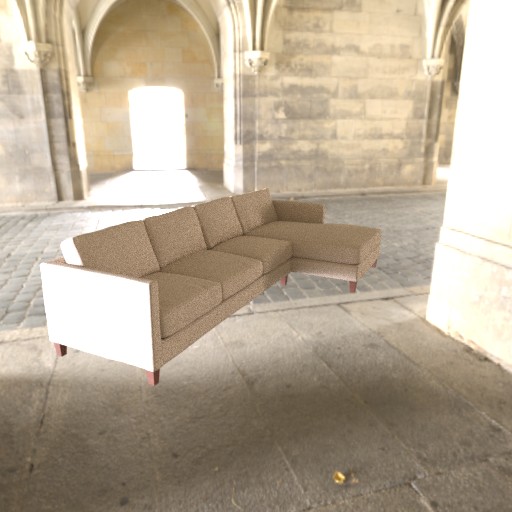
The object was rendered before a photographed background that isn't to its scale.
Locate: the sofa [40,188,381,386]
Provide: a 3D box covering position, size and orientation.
[{"bbox_3d":[0.000,0.000,4.004,1.625,0.861,3.186,8,18,26],"label":"sofa"}]
